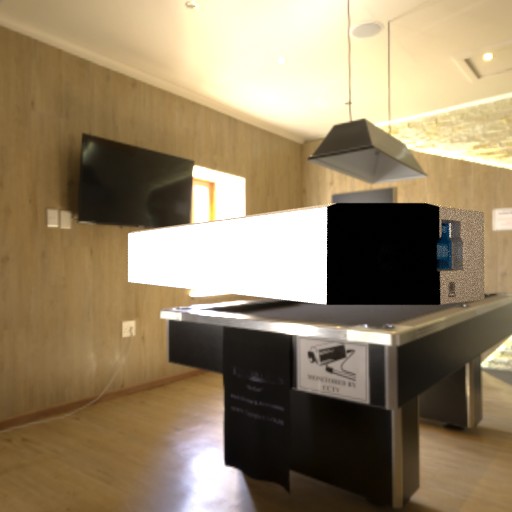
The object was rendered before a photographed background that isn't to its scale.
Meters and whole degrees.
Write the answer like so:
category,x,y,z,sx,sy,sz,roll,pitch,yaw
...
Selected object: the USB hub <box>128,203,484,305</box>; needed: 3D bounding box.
category,x,y,z,sx,sy,sz,roll,pitch,yaw
USB hub,0.000,0.000,0.159,0.044,0.023,0.145,0,-1,-36
